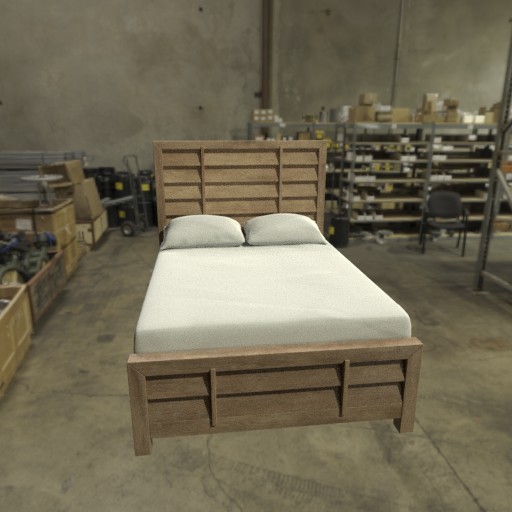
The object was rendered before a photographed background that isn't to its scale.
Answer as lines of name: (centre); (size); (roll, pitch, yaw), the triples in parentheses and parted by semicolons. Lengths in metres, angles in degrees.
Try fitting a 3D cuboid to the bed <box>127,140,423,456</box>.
bed: (0.000, 0.000, 3.361); (1.626, 1.626, 2.197); (-2, 17, -7)
